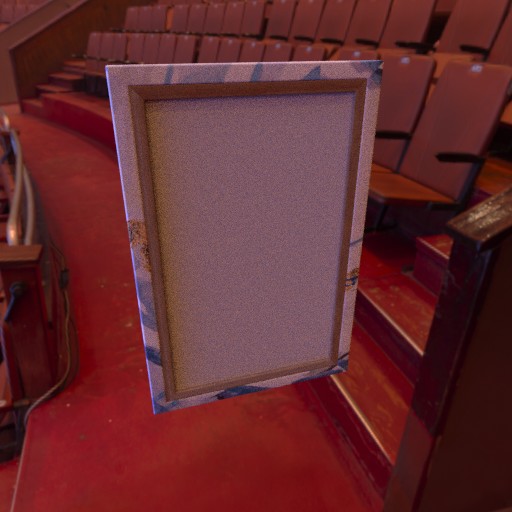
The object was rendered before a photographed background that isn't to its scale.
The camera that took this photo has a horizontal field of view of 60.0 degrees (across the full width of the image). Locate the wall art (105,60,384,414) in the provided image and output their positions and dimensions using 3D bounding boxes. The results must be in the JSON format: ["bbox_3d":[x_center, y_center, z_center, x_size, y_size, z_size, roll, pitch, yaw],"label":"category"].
[{"bbox_3d":[0.000,0.000,1.141,0.610,0.914,0.016,-8,28,-15],"label":"wall art"}]
